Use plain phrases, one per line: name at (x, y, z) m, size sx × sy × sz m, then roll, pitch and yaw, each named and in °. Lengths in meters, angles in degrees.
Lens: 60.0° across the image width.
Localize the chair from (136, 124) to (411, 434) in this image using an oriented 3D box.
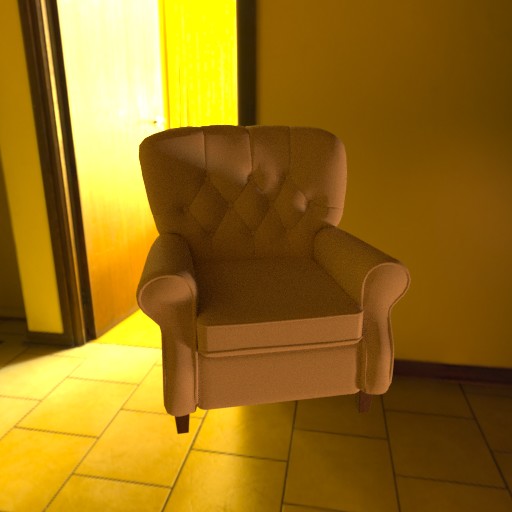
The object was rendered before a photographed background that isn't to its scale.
chair at (0.000, 0.000, 2.061) m, size 1.035 × 1.169 × 1.132 m, roll -3°, pitch 17°, yaw -10°
